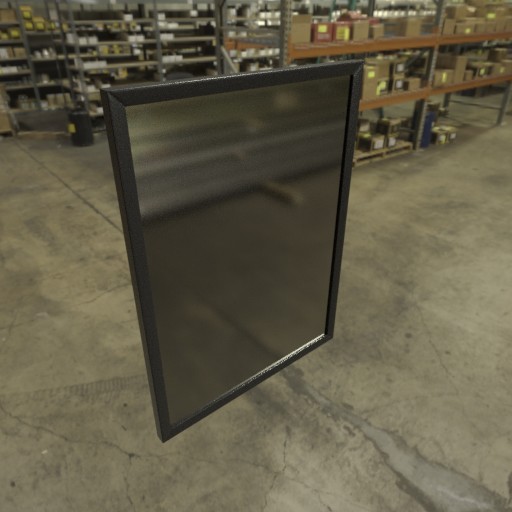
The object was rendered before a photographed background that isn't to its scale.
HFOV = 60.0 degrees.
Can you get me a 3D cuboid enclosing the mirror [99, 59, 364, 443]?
[{"bbox_3d":[0.000,0.000,1.312,0.762,1.016,0.040,-22,37,-33],"label":"mirror"}]
